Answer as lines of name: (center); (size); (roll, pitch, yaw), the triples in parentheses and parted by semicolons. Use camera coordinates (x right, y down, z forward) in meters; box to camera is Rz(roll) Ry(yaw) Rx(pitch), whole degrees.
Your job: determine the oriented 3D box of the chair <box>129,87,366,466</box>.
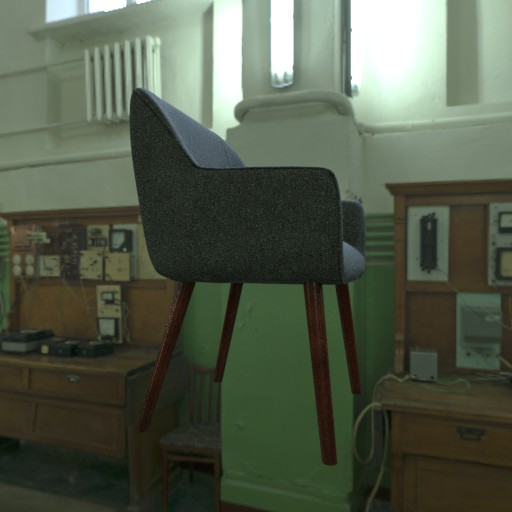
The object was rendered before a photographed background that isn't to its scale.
chair: (0.000, 0.000, 1.158); (0.519, 0.803, 0.543); (0, 0, 19)
